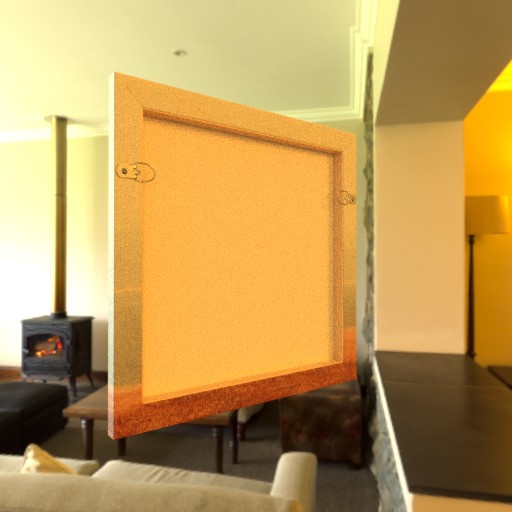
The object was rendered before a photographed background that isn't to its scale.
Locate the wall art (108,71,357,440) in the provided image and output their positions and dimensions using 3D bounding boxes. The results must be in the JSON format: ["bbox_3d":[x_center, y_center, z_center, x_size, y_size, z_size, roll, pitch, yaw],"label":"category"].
[{"bbox_3d":[0.000,0.000,0.920,0.605,0.605,0.034,0,0,-37],"label":"wall art"}]
